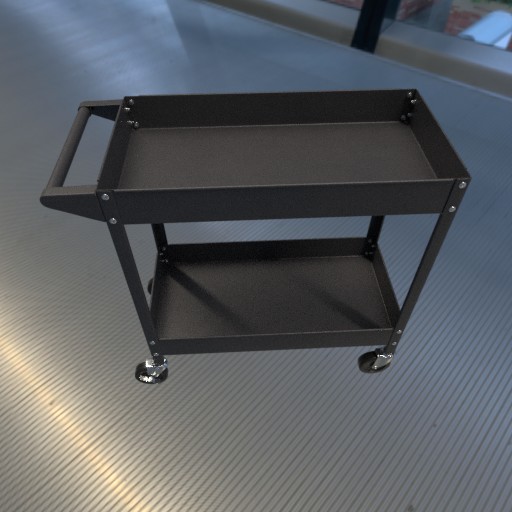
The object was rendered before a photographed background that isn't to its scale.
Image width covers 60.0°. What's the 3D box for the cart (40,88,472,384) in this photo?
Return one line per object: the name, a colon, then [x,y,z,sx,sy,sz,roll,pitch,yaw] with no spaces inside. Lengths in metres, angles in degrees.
cart: [0.000,0.000,1.150,0.779,0.719,0.366,-2,47,-2]
